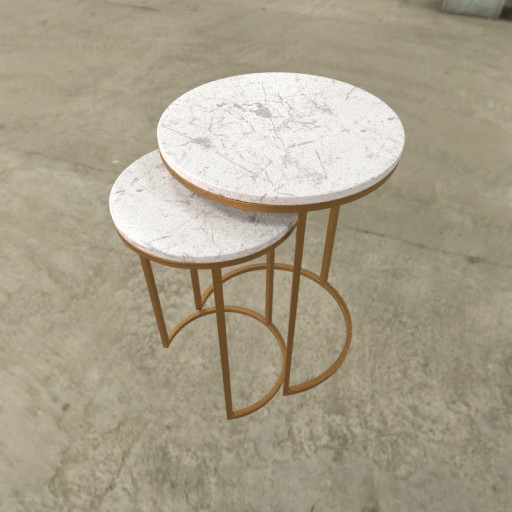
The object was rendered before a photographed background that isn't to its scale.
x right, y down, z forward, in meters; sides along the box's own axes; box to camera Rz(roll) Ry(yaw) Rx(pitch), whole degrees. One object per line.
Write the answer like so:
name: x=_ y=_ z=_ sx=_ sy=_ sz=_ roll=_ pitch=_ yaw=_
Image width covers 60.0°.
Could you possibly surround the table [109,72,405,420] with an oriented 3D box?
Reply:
table: x=0.000 y=0.000 z=0.899 sx=0.507 sy=0.550 sz=0.400 roll=-32 pitch=53 yaw=-28
